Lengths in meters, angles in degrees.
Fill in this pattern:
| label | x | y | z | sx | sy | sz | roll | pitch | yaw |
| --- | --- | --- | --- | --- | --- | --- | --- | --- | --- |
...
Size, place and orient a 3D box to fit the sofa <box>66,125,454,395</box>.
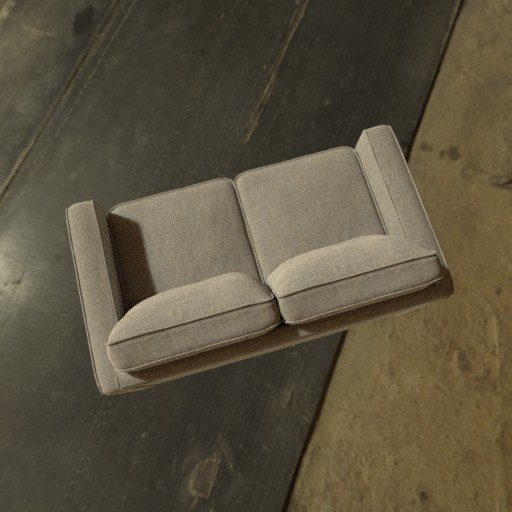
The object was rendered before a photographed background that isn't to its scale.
| label | x | y | z | sx | sy | sz | roll | pitch | yaw |
| --- | --- | --- | --- | --- | --- | --- | --- | --- | --- |
| sofa | 0.000 | 0.000 | 2.242 | 1.706 | 0.915 | 0.945 | -15 | 76 | -4 |
